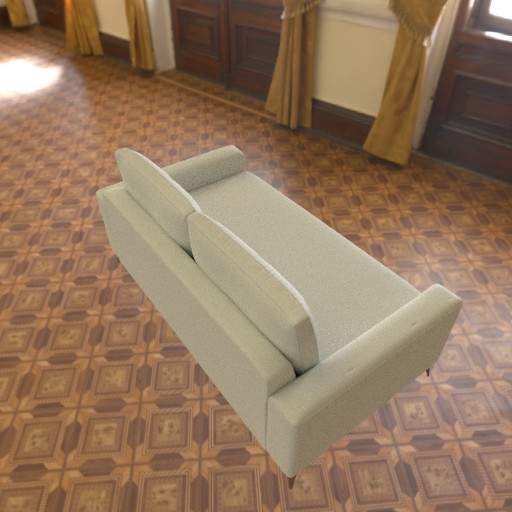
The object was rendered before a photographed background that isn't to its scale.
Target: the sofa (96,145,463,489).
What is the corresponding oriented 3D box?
[{"bbox_3d":[0.000,0.000,2.134,0.920,0.790,1.650,-26,48,-27],"label":"sofa"}]
